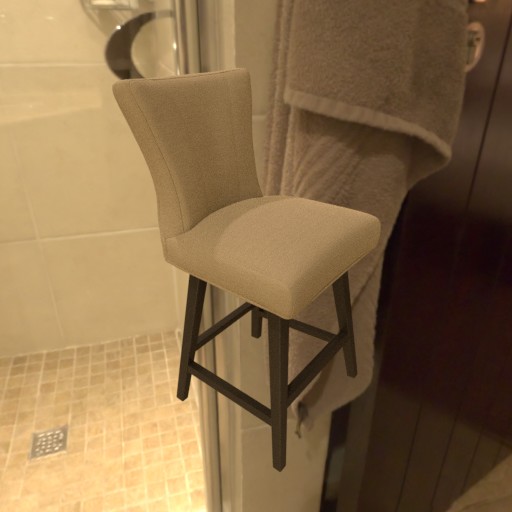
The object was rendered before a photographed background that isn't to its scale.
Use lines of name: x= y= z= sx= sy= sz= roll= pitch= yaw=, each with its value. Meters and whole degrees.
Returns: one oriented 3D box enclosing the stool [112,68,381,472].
stool: x=0.000 y=0.000 z=1.333 sx=0.574 sy=1.000 sz=0.514 roll=19 pitch=33 yaw=32
